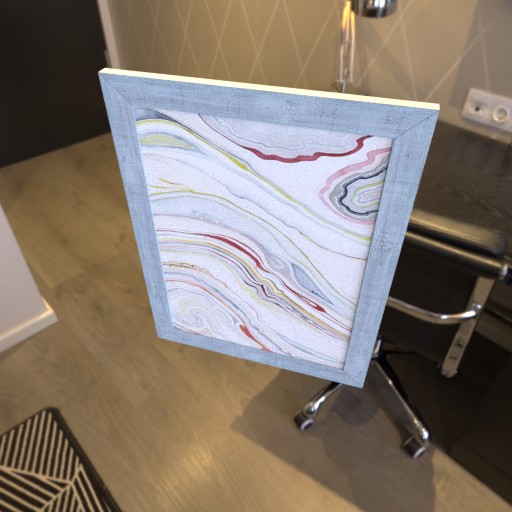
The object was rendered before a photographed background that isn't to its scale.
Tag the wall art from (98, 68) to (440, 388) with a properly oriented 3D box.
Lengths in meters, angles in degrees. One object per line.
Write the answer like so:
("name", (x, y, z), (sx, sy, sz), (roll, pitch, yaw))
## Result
("wall art", (0.000, 0.000, 0.809), (0.481, 0.613, 0.020), (11, 42, 13))
